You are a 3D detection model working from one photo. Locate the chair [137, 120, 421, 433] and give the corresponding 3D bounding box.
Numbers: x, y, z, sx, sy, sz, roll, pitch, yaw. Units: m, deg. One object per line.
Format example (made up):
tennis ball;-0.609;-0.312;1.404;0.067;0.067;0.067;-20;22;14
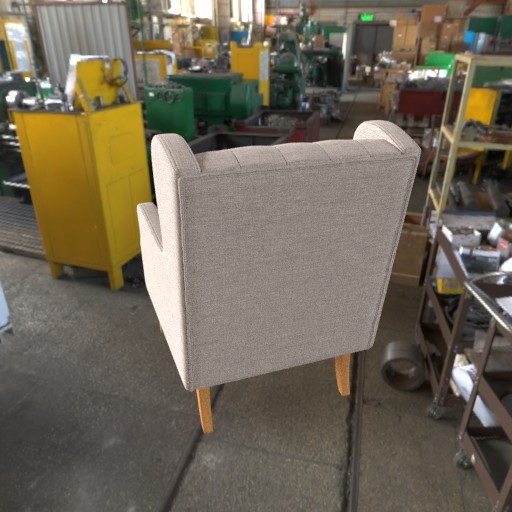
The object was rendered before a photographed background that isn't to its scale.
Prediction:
chair;0.000;0.000;1.517;0.710;0.930;0.760;-9;28;-17
